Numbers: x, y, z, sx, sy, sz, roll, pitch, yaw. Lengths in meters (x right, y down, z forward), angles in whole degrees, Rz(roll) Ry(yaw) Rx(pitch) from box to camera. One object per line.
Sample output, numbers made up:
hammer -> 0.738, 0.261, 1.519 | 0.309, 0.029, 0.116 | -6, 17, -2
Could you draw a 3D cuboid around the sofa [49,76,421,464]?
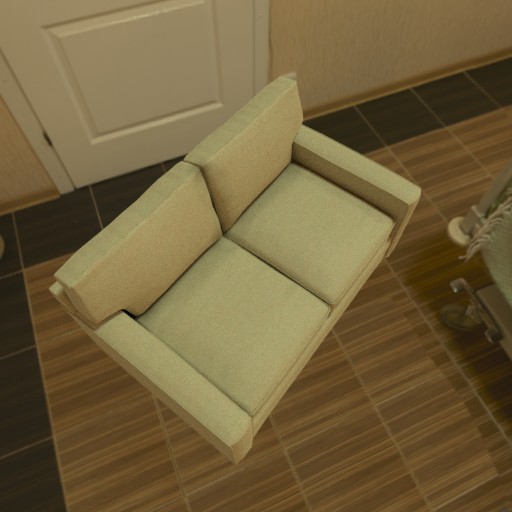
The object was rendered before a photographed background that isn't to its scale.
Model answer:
sofa -> 0.000, 0.000, 2.101 | 0.942, 0.853, 1.484 | 34, 65, 18
